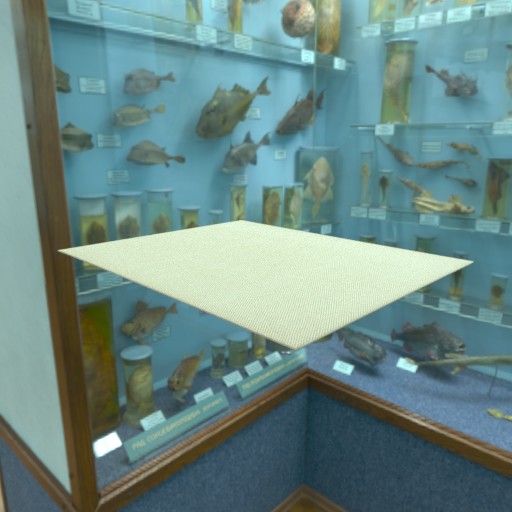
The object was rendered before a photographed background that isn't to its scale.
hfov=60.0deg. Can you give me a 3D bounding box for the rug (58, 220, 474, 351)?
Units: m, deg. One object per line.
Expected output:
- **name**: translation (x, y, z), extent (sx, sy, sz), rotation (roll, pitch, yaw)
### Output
- **rug**: translation (0.000, 0.000, 4.140), extent (2.462, 0.018, 3.039), rotation (-14, 20, -43)
